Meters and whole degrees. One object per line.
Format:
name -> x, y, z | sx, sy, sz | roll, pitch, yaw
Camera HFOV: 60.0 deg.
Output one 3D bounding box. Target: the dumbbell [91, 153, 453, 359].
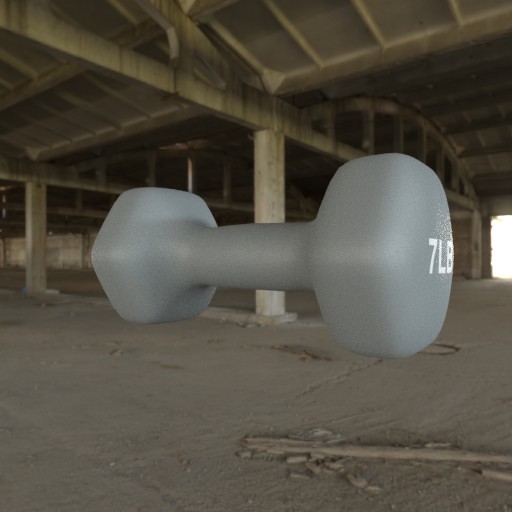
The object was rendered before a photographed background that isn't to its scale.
dumbbell -> 0.000, 0.000, 0.230 | 0.184, 0.081, 0.090 | 0, 0, 37
